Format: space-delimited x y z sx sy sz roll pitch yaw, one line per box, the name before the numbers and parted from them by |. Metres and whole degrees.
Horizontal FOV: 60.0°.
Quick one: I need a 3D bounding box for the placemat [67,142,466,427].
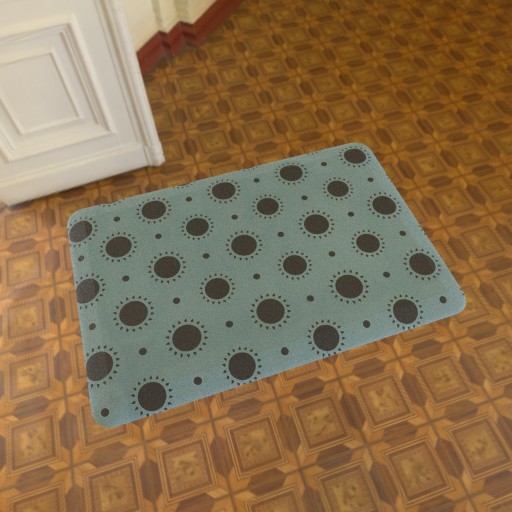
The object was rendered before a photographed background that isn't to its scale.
placemat | 0.000 0.000 0.958 0.762 0.021 0.508 -16 59 -10
